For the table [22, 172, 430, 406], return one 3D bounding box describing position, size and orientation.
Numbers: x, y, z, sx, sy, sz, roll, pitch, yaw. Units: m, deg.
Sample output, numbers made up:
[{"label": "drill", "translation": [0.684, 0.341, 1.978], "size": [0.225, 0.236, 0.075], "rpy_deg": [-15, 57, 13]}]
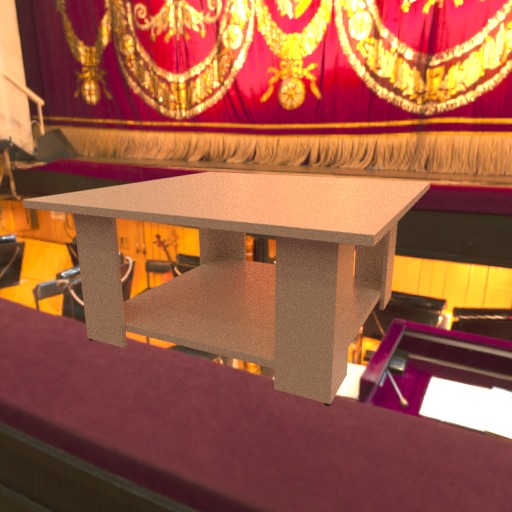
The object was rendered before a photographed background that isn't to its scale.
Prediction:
[{"label": "table", "translation": [0.000, 0.000, 1.039], "size": [0.670, 0.305, 0.670], "rpy_deg": [8, 18, 25]}]
